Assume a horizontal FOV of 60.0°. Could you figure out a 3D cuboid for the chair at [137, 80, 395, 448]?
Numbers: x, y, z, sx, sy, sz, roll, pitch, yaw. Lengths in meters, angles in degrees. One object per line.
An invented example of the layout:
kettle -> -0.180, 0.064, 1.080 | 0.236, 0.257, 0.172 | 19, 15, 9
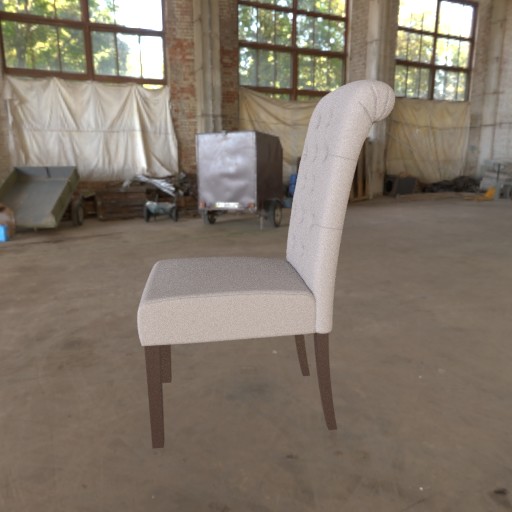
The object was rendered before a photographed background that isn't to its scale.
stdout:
chair -> 0.000, 0.000, 1.371 | 0.671, 1.006, 0.456 | -2, 13, -7
